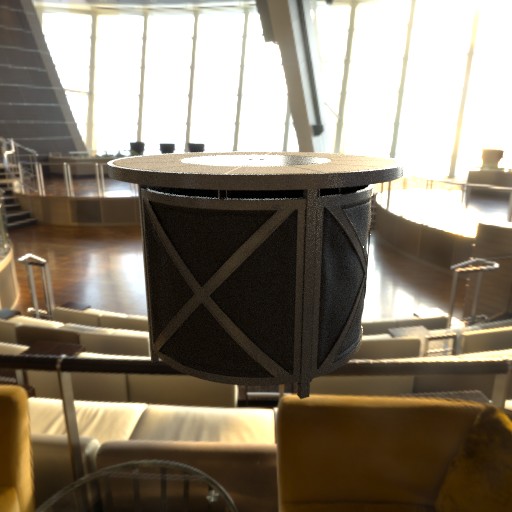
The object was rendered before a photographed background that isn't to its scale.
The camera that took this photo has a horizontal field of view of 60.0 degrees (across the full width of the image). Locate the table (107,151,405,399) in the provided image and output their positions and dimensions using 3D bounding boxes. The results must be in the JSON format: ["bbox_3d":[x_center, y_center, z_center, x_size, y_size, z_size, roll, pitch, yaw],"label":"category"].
[{"bbox_3d":[0.000,0.000,1.524,0.914,0.650,0.914,0,16,0],"label":"table"}]
